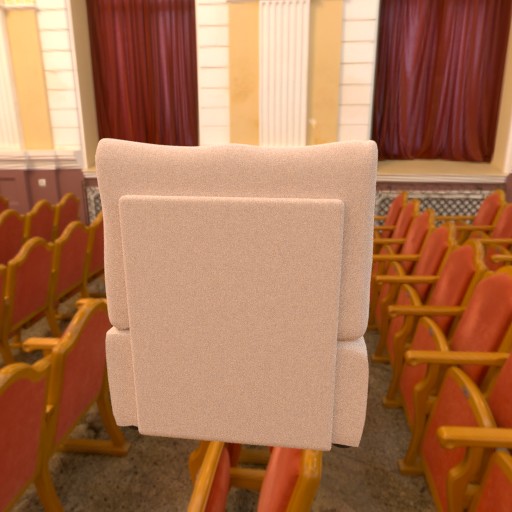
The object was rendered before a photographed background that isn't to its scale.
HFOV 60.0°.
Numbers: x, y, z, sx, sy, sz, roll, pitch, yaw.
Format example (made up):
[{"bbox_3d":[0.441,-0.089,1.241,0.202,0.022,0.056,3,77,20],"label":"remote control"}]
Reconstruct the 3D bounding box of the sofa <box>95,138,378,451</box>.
[{"bbox_3d":[0.000,0.000,1.567,0.700,0.820,1.000,2,16,7],"label":"sofa"}]
